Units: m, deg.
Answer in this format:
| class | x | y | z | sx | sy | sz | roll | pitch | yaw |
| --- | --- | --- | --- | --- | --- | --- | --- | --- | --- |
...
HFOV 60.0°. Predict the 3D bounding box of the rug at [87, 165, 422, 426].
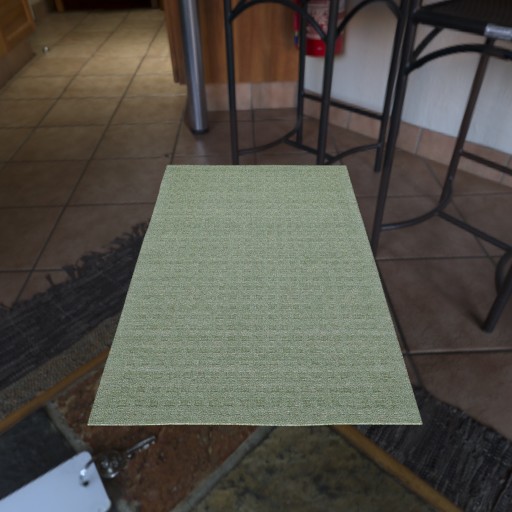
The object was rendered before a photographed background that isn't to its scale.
| class | x | y | z | sx | sy | sz | roll | pitch | yaw |
| --- | --- | --- | --- | --- | --- | --- | --- | --- | --- |
| rug | 0.000 | 0.000 | 2.165 | 1.143 | 0.006 | 1.747 | 0 | 41 | 0 |
